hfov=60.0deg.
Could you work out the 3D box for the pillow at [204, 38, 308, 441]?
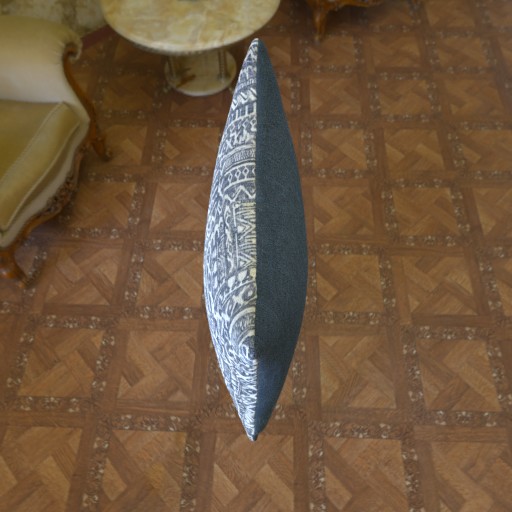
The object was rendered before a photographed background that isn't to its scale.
[{"bbox_3d":[0.000,0.000,0.785,0.180,0.487,0.546,1,59,0],"label":"pillow"}]
